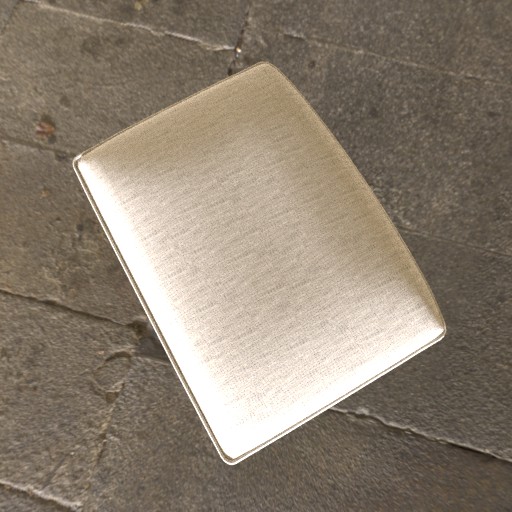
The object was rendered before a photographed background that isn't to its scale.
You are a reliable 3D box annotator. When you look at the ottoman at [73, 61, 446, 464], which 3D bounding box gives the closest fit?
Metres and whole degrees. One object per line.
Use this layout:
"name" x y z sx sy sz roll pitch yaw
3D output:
"ottoman" 0.000 0.000 1.161 0.594 0.465 0.794 -29 78 -7
